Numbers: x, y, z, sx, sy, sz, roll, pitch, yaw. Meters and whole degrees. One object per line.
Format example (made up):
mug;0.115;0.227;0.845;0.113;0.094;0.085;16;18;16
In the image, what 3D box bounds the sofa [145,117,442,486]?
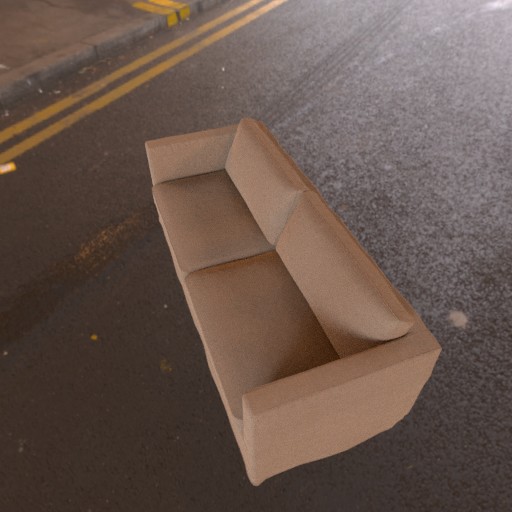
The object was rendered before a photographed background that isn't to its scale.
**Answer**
sofa;0.000;0.000;2.804;0.956;0.847;2.296;-15;46;-15
